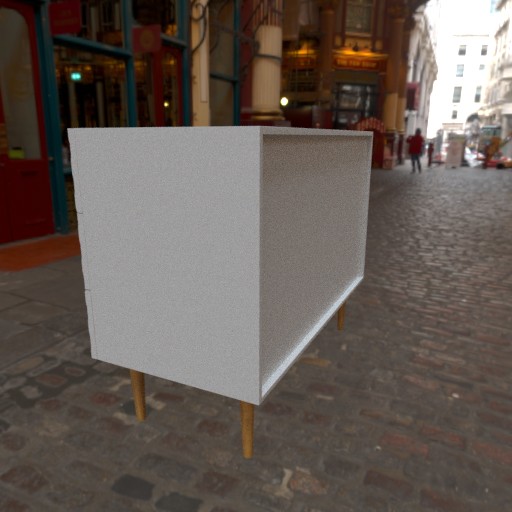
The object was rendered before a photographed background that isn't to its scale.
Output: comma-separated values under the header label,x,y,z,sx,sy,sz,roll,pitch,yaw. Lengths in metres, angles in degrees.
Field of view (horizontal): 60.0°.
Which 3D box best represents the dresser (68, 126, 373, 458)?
label,x,y,z,sx,sy,sz,roll,pitch,yaw
dresser,0.000,0.000,1.324,0.457,0.721,0.905,7,17,25
